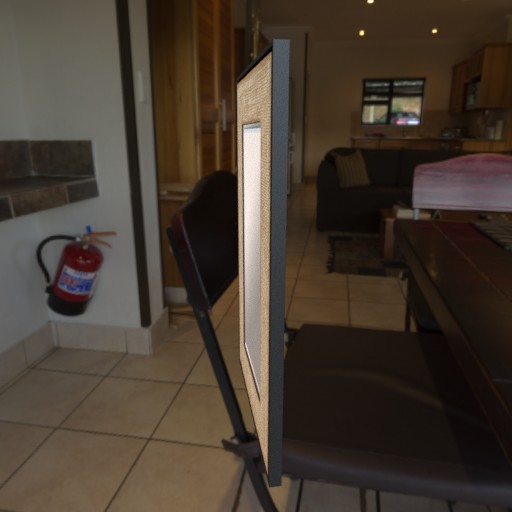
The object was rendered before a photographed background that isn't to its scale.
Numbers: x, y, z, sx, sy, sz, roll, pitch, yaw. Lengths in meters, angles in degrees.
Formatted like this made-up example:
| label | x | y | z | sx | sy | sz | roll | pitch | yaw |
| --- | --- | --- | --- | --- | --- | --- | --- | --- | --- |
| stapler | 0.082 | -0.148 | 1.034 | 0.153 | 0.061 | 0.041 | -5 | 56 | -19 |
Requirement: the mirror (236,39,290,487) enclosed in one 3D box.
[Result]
| label | x | y | z | sx | sy | sz | roll | pitch | yaw |
| --- | --- | --- | --- | --- | --- | --- | --- | --- | --- |
| mirror | 0.000 | 0.000 | 1.522 | 0.038 | 1.219 | 0.762 | -2 | 16 | -8 |
